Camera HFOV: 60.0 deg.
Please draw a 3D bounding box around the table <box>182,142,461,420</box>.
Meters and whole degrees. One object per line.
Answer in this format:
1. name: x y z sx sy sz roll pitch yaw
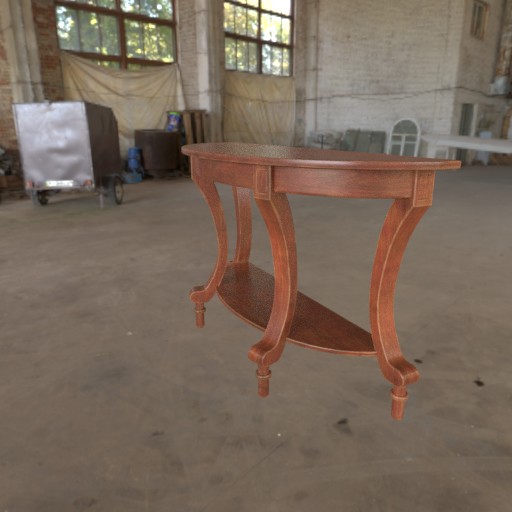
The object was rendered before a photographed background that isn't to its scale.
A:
1. table: 0.000 0.000 1.494 0.394 0.699 1.198 -8 18 -26
